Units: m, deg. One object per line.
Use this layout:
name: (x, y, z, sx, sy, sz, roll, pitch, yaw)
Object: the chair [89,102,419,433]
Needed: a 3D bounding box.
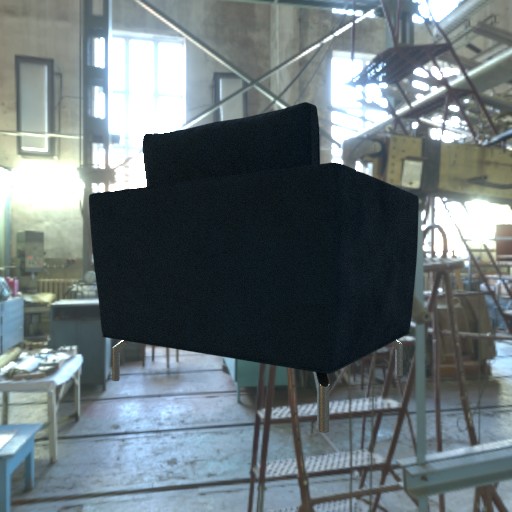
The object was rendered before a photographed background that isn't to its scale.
chair: (0.000, 0.000, 1.618, 0.977, 0.893, 0.746, 0, 0, 34)
